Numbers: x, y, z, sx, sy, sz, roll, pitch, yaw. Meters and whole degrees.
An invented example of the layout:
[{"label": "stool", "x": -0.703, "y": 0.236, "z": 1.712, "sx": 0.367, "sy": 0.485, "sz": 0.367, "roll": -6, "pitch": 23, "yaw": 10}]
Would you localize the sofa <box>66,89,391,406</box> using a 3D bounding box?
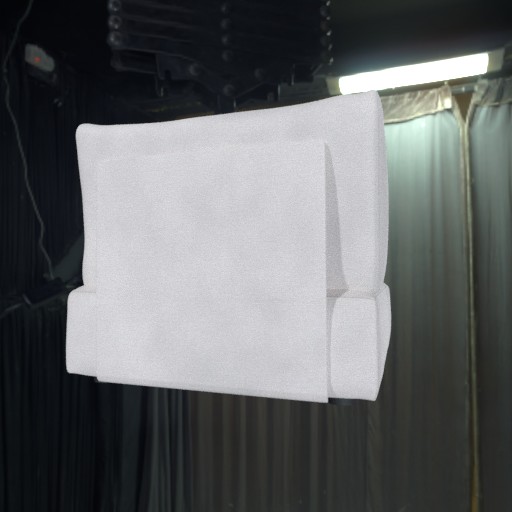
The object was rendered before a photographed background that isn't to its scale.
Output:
[{"label": "sofa", "x": 0.000, "y": 0.000, "z": 1.700, "sx": 1.000, "sy": 0.820, "sz": 1.000, "roll": -1, "pitch": -2, "yaw": 18}]
